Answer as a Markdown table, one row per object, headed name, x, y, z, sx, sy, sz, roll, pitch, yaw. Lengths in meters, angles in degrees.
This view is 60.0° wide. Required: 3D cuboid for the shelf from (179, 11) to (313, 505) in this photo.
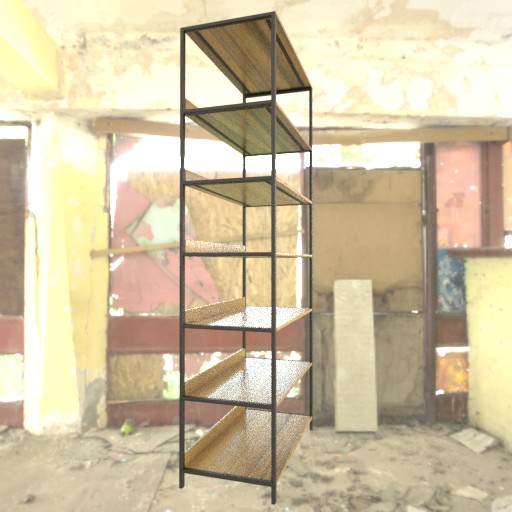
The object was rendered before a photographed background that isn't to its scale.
| name | x | y | z | sx | sy | sz | roll | pitch | yaw |
| --- | --- | --- | --- | --- | --- | --- | --- | --- | --- |
| shelf | 0.000 | 0.000 | 2.265 | 0.431 | 2.015 | 0.847 | 0 | -1 | 18 |
